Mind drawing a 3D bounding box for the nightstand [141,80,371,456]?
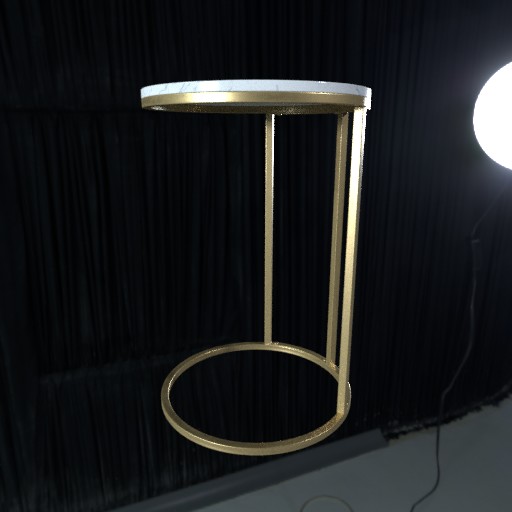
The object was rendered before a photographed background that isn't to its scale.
[{"bbox_3d":[0.000,0.000,0.877,0.400,0.610,0.400,-7,17,-24],"label":"nightstand"}]
